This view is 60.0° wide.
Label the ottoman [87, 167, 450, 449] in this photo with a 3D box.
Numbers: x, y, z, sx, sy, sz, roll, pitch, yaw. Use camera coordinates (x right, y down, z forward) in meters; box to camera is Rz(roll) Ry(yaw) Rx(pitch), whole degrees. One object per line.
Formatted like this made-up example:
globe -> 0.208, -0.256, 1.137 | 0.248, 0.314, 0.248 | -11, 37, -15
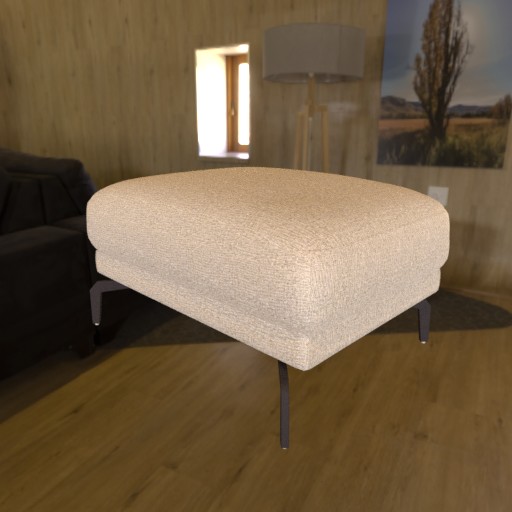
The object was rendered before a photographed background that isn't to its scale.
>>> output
ottoman -> 0.000, 0.000, 1.110 | 0.772, 0.420, 0.568 | 16, 23, 42
